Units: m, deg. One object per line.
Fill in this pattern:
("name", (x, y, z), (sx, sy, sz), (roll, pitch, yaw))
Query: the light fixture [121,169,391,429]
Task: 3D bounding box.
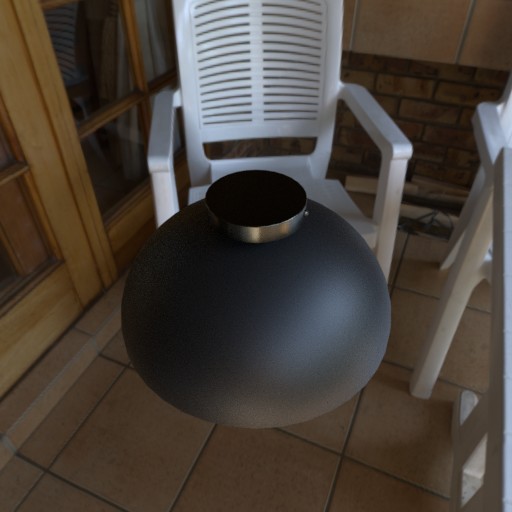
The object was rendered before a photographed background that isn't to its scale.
("light fixture", (0.000, 0.000, 0.546), (0.355, 0.177, 0.355), (0, 41, 0))
